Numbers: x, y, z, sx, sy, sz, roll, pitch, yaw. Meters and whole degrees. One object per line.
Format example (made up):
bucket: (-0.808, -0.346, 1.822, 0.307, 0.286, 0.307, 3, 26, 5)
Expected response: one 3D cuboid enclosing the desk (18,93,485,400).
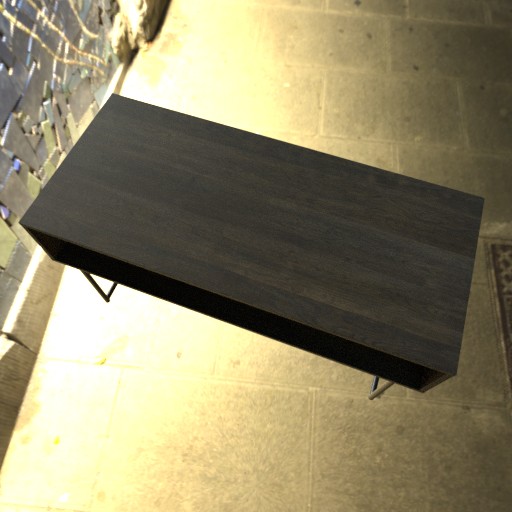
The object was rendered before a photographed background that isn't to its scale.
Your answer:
desk: (0.000, 0.000, 2.009, 1.600, 0.780, 0.730, 18, 64, 9)
